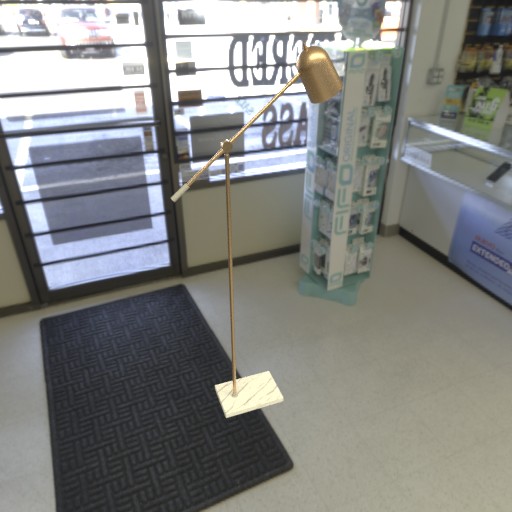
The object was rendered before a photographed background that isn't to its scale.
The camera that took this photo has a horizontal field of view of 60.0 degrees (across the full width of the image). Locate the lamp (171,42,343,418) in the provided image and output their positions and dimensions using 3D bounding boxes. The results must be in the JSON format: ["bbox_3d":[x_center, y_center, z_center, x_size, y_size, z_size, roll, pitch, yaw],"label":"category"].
[{"bbox_3d":[0.000,0.000,1.841,0.653,1.594,0.194,-10,31,-17],"label":"lamp"}]
